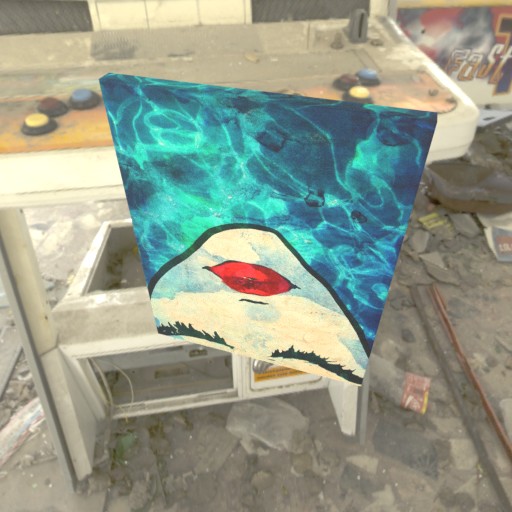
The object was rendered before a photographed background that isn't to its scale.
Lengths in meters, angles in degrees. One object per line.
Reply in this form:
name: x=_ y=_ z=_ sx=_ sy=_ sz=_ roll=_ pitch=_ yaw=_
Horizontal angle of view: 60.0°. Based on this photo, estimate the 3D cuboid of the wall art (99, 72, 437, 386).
wall art: x=0.000 y=0.000 z=1.031 sx=0.609 sy=0.760 sz=0.038 roll=12 pitch=43 yaw=13
